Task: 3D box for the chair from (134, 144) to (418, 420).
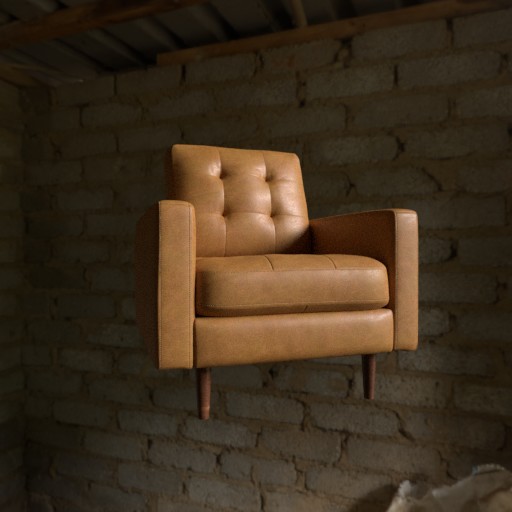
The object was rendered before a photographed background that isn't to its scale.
[{"bbox_3d":[0.000,0.000,1.622,0.831,0.896,0.868,0,0,-19],"label":"chair"}]
